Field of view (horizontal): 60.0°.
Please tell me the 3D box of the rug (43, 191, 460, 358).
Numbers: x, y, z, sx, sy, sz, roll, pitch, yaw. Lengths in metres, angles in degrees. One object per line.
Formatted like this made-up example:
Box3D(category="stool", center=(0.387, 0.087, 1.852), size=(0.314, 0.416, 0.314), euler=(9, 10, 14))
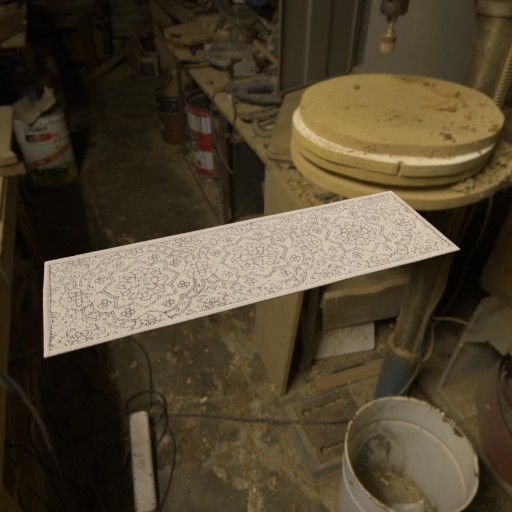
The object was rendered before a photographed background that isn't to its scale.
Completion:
Box3D(category="rug", center=(0.000, 0.000, 2.723), size=(2.448, 0.012, 0.769), euler=(-13, 41, -16))
